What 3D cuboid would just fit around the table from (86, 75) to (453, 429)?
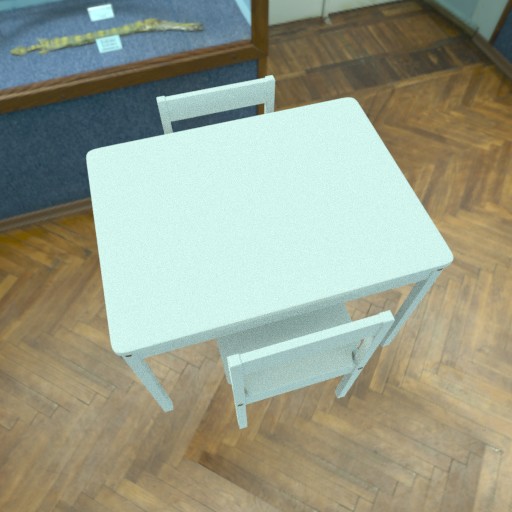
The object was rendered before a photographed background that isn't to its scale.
[{"bbox_3d":[0.000,0.000,1.099,0.650,0.503,0.672,-14,59,-9],"label":"table"}]
